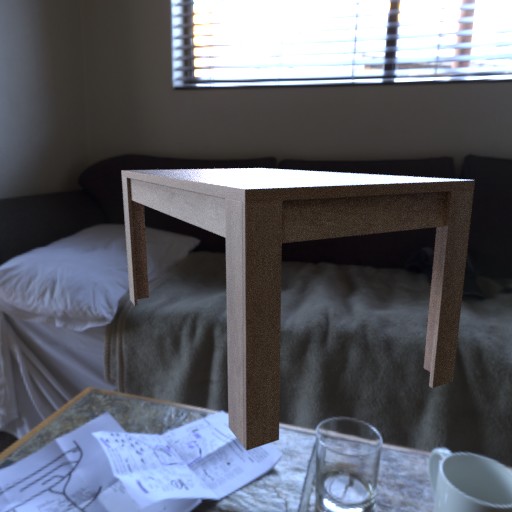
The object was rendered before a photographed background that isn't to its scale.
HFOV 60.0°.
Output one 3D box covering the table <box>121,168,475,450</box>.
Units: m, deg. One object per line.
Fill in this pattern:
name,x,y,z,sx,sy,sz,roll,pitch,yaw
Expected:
table,0.000,0.000,2.131,0.900,0.775,1.600,-7,14,-27
